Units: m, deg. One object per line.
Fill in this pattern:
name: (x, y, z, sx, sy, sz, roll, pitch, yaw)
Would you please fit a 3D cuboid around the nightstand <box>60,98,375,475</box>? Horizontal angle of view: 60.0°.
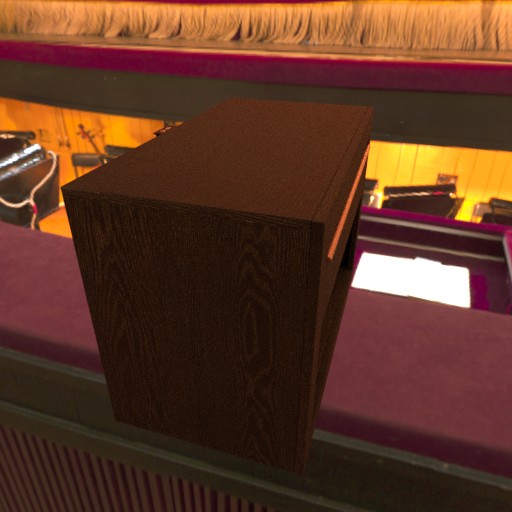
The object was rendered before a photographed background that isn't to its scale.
nightstand: (0.000, 0.000, 1.127, 0.457, 0.612, 0.775, 9, 31, 15)
